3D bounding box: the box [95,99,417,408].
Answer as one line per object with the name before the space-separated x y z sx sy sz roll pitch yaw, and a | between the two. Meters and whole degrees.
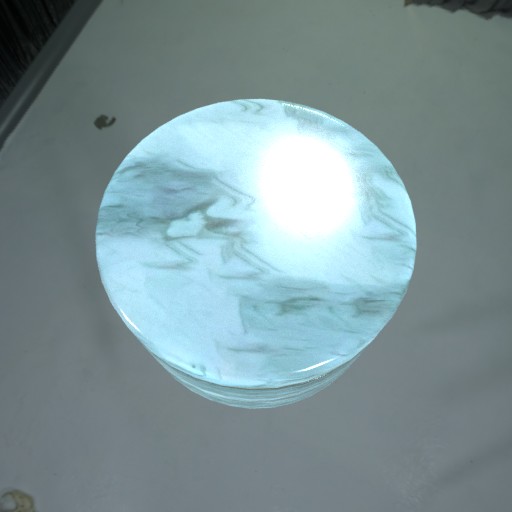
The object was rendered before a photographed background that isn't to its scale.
box | 0.000 0.000 0.165 0.101 0.063 0.101 0 64 0
